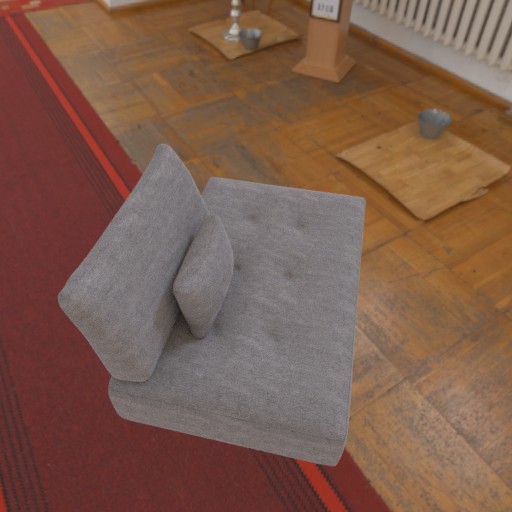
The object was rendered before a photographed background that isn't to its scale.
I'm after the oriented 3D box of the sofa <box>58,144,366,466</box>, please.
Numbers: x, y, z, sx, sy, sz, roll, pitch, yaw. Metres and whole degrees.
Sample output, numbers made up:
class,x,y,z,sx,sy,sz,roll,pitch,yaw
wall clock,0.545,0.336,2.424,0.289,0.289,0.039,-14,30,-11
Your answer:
class,x,y,z,sx,sy,sz,roll,pitch,yaw
sofa,0.000,0.000,2.048,1.002,0.820,1.450,9,47,9
